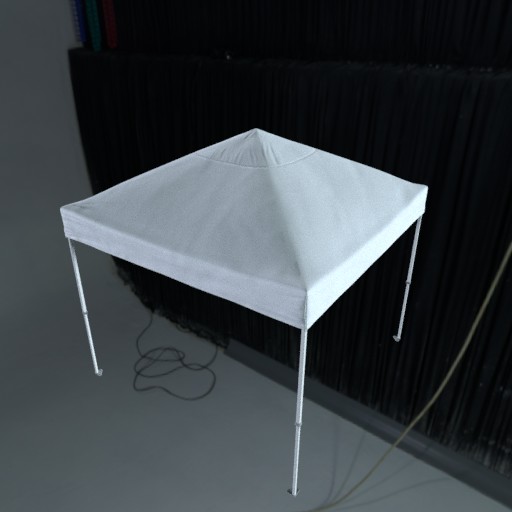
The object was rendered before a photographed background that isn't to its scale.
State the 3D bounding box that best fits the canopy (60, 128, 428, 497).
[{"bbox_3d":[0.000,0.000,5.328,2.998,2.997,2.996,17,32,31],"label":"canopy"}]
